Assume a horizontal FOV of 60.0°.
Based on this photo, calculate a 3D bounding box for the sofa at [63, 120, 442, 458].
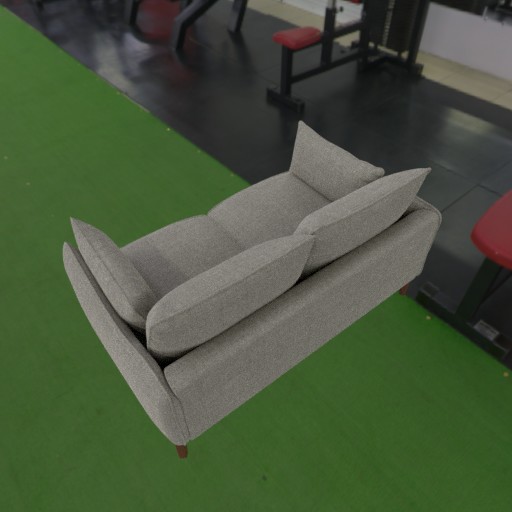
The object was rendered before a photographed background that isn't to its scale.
[{"bbox_3d":[0.000,0.000,2.153,1.580,0.851,0.972,-29,52,-26],"label":"sofa"}]
